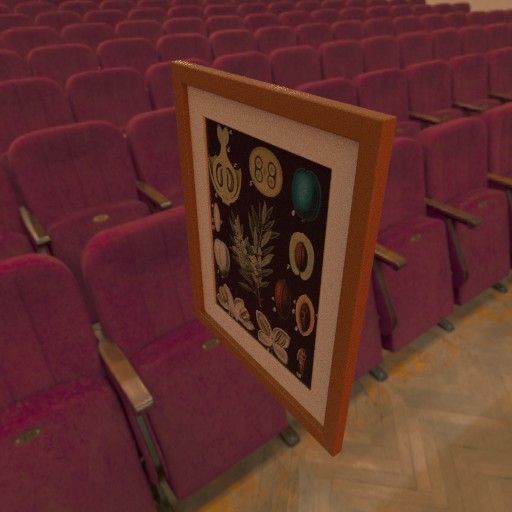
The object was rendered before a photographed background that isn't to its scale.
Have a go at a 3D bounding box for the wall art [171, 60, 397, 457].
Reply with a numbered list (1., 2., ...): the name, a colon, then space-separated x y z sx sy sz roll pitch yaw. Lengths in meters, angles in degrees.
1. wall art: 0.000 0.000 0.509 0.015 0.379 0.310 -22 38 -30
